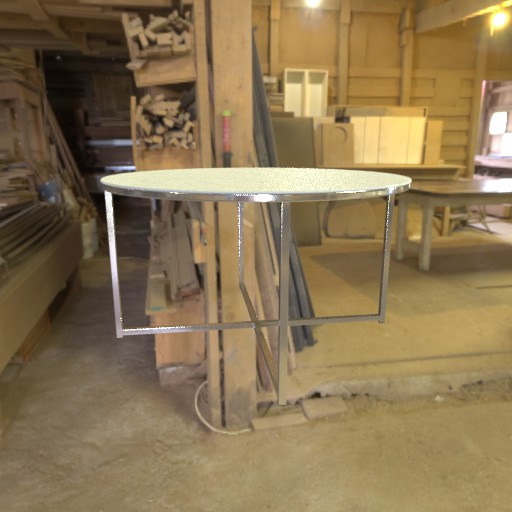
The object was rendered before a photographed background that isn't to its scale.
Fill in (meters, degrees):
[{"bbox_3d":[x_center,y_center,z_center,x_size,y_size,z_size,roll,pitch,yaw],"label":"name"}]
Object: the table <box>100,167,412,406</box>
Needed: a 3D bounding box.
[{"bbox_3d":[0.000,0.000,1.259,0.800,0.450,0.800,0,14,0],"label":"table"}]
